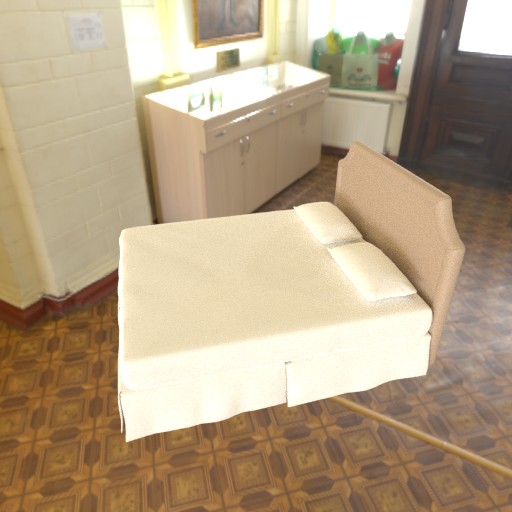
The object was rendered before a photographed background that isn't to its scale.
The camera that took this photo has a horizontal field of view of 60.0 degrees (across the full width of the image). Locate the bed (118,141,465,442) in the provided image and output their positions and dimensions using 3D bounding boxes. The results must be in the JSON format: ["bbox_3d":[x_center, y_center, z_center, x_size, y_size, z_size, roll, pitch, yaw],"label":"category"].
[{"bbox_3d":[0.000,0.000,4.251,2.773,1.590,2.350,-8,31,-13],"label":"bed"}]
